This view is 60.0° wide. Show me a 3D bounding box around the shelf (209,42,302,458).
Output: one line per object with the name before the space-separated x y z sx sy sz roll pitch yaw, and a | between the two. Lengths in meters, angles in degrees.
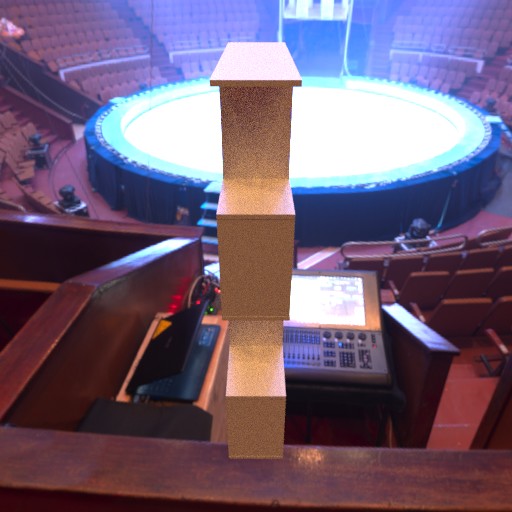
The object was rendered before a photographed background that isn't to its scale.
shelf | 0.000 0.000 1.995 0.250 1.650 0.890 0 32 0
